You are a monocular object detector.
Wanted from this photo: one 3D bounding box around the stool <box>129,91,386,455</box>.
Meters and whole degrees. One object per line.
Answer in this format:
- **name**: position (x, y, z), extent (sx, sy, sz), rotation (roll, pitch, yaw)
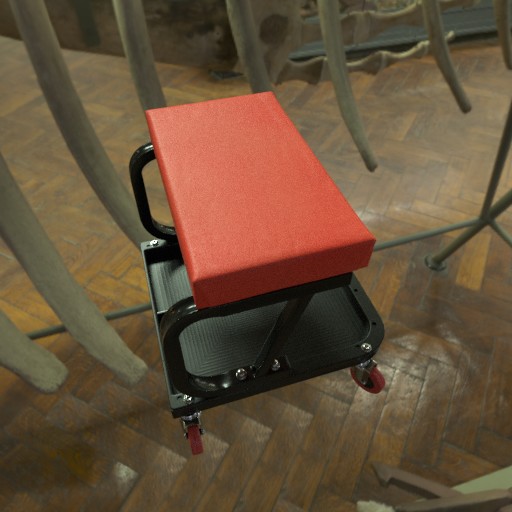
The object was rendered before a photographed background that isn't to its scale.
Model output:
- **stool**: position (0.000, 0.000, 0.735), extent (0.371, 0.380, 0.446), rotation (-13, 48, -12)
